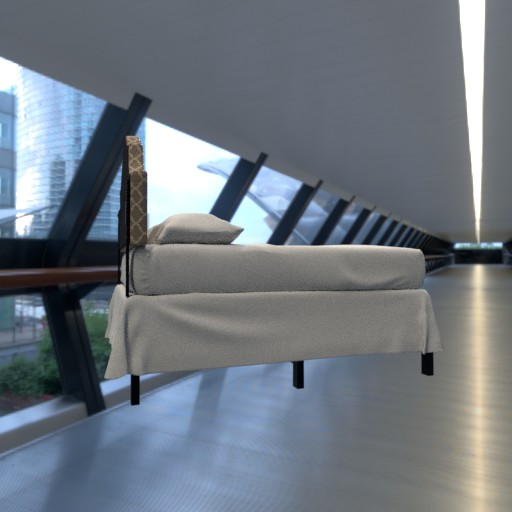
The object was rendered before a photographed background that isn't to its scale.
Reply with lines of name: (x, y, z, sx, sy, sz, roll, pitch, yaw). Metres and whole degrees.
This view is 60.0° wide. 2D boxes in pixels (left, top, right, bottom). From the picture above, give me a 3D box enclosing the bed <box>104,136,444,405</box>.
bed: (0.000, 0.000, 3.439, 2.222, 1.633, 1.780, 0, -1, -19)
